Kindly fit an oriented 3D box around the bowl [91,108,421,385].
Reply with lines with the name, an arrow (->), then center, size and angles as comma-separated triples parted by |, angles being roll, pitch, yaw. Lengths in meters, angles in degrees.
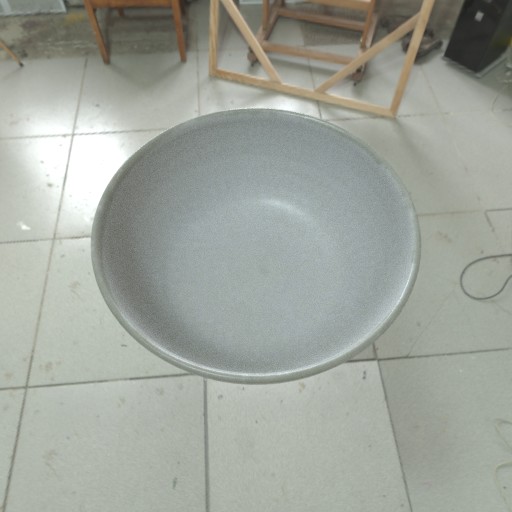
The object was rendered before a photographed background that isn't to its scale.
bowl -> 0.000, 0.000, 0.415 | 0.268, 0.121, 0.268 | 0, 59, 0
